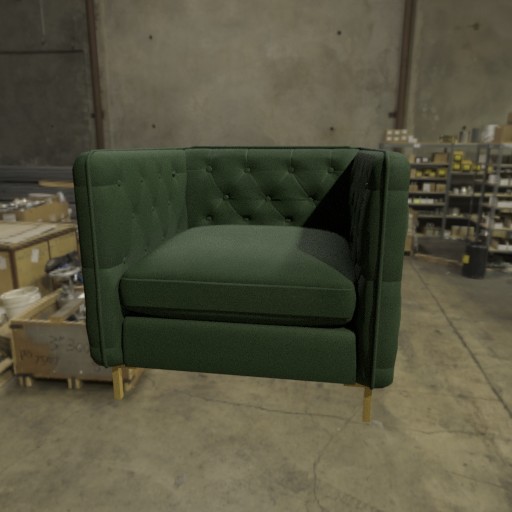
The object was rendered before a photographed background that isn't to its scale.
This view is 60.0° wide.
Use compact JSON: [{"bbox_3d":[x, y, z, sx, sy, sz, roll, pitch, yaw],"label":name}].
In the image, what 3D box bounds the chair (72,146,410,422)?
[{"bbox_3d":[0.000,0.000,1.590,0.917,0.768,0.855,2,14,9],"label":"chair"}]
